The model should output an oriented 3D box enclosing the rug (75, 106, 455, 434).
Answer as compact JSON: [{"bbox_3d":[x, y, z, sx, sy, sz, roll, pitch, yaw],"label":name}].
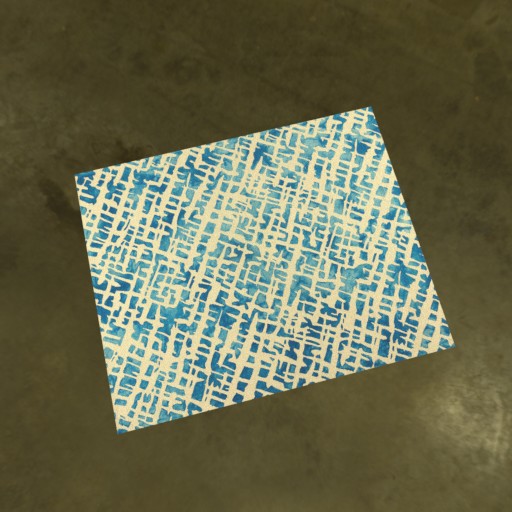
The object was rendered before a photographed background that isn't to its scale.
[{"bbox_3d":[0.000,0.000,4.088,3.007,0.007,2.435,-14,77,-3],"label":"rug"}]
